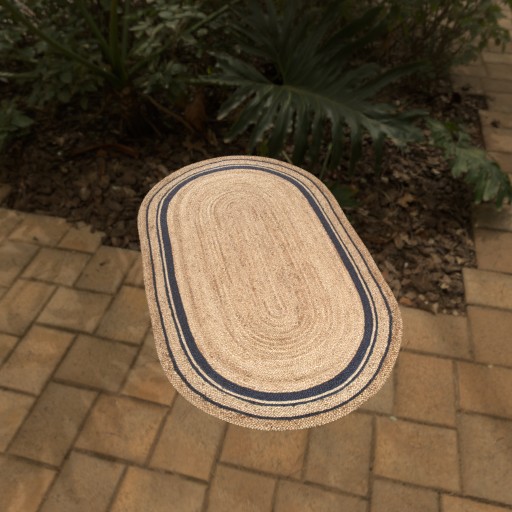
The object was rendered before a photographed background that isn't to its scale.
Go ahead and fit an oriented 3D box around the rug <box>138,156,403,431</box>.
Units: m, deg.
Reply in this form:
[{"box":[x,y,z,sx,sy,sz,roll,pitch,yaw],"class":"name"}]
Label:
[{"box":[0.000,0.000,3.031,1.520,0.006,2.432,-11,48,-11],"class":"rug"}]
